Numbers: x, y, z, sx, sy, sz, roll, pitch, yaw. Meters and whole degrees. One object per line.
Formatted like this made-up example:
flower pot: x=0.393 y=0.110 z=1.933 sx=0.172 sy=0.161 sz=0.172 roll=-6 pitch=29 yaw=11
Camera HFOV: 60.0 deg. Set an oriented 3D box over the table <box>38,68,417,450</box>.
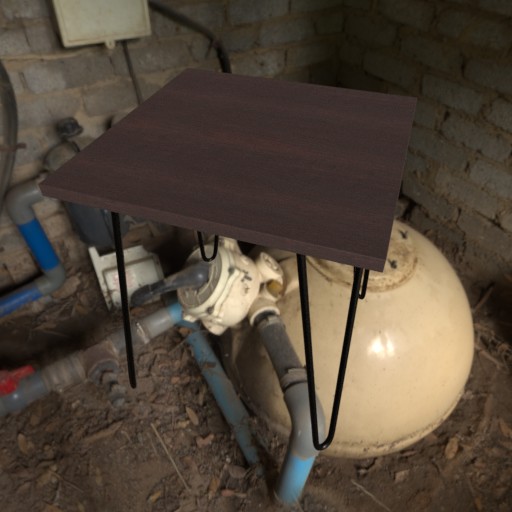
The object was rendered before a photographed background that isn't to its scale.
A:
table: x=0.000 y=0.000 z=0.941 sx=0.495 sy=0.559 sz=0.495 roll=13 pitch=44 yaw=14
